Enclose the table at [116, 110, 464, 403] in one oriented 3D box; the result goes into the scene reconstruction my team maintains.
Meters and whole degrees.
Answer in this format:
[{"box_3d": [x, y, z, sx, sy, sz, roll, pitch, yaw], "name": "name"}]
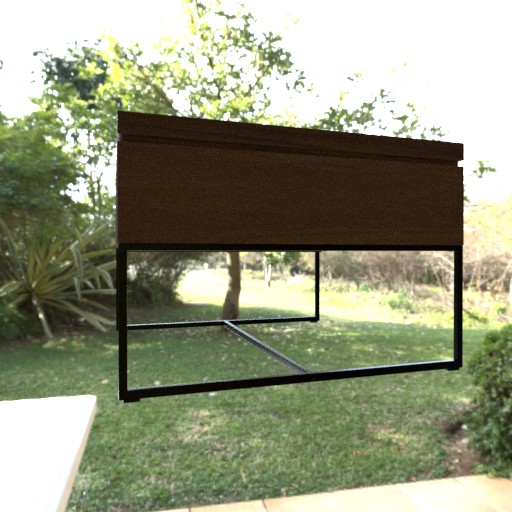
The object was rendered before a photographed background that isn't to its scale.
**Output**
[{"box_3d": [0.000, 0.000, 1.124, 0.676, 0.464, 0.679, 0, 0, -18], "name": "table"}]
